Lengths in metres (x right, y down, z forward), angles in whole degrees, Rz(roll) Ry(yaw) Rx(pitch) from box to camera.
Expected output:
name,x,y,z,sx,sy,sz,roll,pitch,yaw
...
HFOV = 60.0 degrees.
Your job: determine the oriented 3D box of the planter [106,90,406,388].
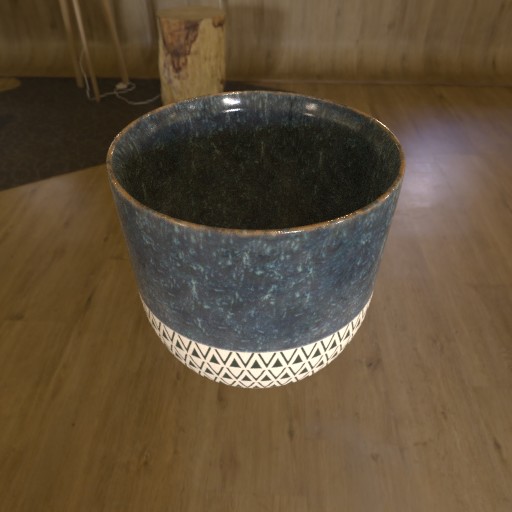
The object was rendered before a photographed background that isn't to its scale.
name,x,y,z,sx,sy,sz,roll,pitch,yaw
planter,0.000,0.000,0.492,0.266,0.270,0.266,0,41,0
